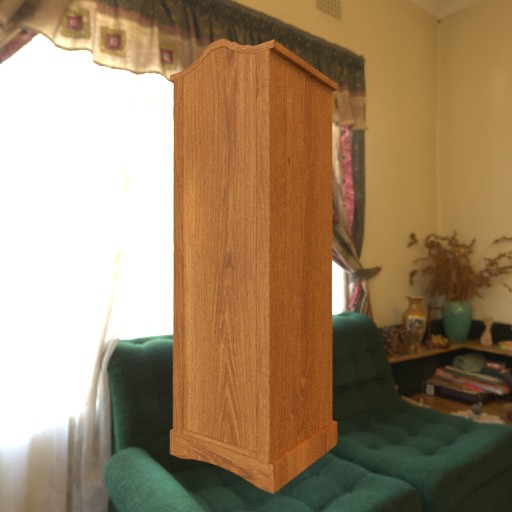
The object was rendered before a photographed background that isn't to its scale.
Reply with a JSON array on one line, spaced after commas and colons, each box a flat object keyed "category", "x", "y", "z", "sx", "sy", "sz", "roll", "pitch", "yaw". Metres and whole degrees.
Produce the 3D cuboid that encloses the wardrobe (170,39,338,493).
[{"category": "wardrobe", "x": 0.000, "y": 0.000, "z": 2.145, "sx": 0.590, "sy": 1.870, "sz": 0.570, "roll": 0, "pitch": 0, "yaw": 36}]
